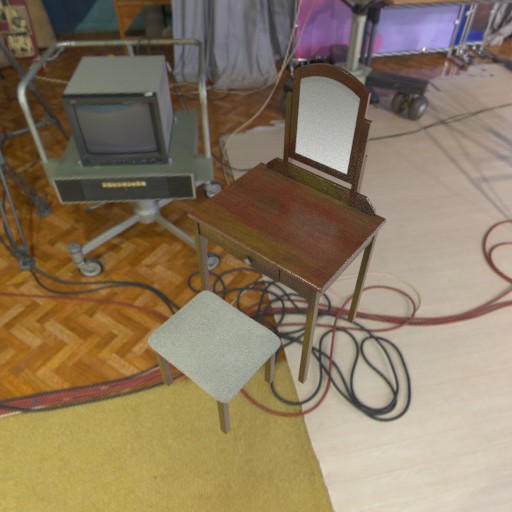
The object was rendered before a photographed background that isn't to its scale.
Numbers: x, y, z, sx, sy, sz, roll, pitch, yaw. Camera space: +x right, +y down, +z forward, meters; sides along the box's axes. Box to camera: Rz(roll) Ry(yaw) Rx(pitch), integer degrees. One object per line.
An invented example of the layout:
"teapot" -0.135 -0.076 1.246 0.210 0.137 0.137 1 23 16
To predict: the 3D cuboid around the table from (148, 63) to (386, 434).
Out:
"table" 0.000 0.000 2.339 0.876 1.631 1.211 30 53 26
